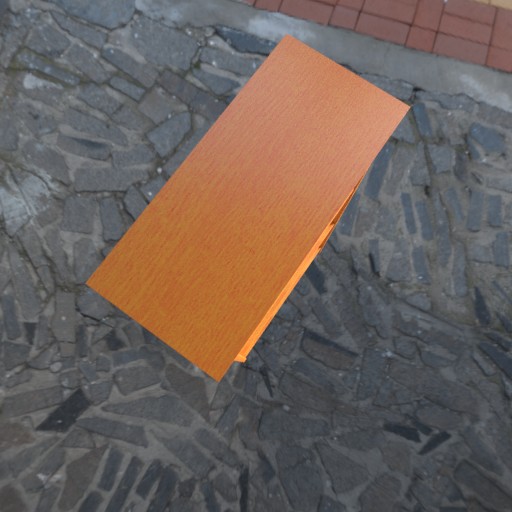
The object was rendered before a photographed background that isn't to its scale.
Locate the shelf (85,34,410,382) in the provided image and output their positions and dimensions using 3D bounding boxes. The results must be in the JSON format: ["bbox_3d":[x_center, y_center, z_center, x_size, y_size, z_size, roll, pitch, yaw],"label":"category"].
[{"bbox_3d":[0.000,0.000,1.377,0.305,1.067,0.660,34,79,8],"label":"shelf"}]
